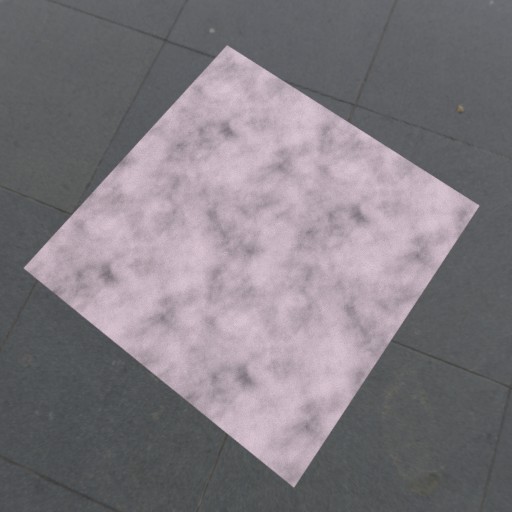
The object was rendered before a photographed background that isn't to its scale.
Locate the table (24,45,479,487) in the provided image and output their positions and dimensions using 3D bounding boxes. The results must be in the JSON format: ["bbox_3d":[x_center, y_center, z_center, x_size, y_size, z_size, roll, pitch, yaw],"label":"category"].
[{"bbox_3d":[0.000,0.000,1.058,0.670,0.305,0.670,36,78,9],"label":"table"}]
